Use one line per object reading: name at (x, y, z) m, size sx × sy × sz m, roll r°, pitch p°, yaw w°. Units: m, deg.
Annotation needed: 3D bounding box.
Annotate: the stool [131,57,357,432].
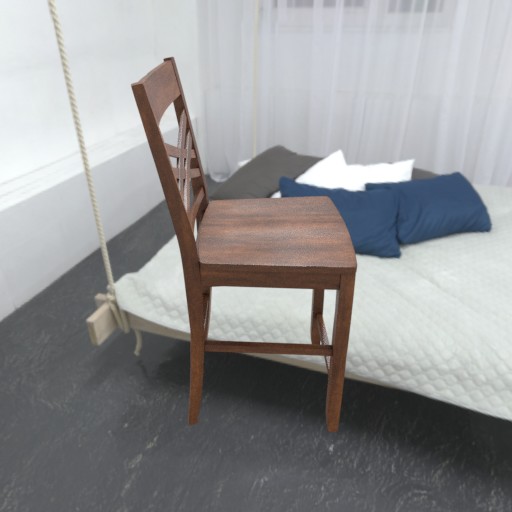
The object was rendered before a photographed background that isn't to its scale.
stool at (0.000, 0.000, 1.364) m, size 0.539 × 1.079 × 0.462 m, roll -1°, pitch 30°, yaw -1°
